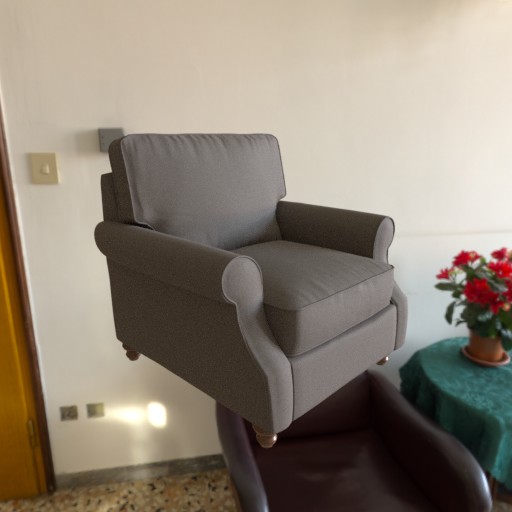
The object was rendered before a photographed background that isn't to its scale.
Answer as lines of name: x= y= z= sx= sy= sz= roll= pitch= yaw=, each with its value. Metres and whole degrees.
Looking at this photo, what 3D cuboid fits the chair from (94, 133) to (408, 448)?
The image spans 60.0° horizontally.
chair: x=0.000 y=0.000 z=1.812 sx=0.966 sy=0.967 sz=1.029 roll=15 pitch=21 yaw=42
